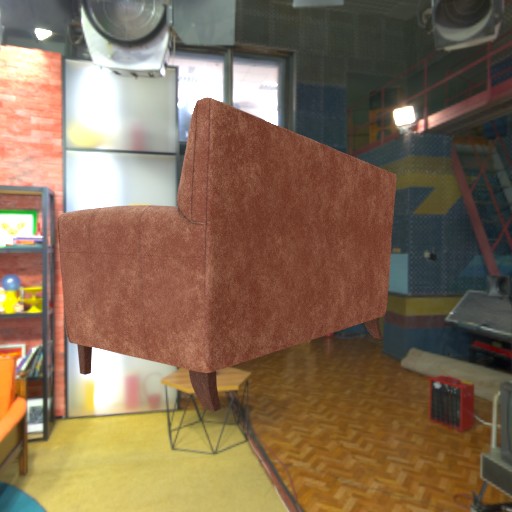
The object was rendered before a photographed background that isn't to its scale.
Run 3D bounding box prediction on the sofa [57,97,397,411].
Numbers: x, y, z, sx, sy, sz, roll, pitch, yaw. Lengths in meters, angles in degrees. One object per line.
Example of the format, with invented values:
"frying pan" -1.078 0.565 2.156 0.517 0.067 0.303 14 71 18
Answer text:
"sofa" 0.000 0.000 1.995 0.787 0.871 1.473 0 1 36
